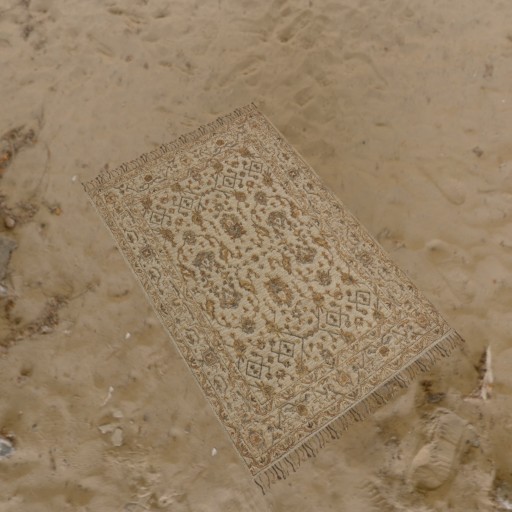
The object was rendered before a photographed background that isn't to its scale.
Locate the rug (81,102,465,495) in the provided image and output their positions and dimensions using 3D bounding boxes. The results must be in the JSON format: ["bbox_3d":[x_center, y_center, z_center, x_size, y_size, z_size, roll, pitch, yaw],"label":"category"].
[{"bbox_3d":[0.000,0.000,3.005,1.529,0.027,2.434,-30,67,-14],"label":"rug"}]
